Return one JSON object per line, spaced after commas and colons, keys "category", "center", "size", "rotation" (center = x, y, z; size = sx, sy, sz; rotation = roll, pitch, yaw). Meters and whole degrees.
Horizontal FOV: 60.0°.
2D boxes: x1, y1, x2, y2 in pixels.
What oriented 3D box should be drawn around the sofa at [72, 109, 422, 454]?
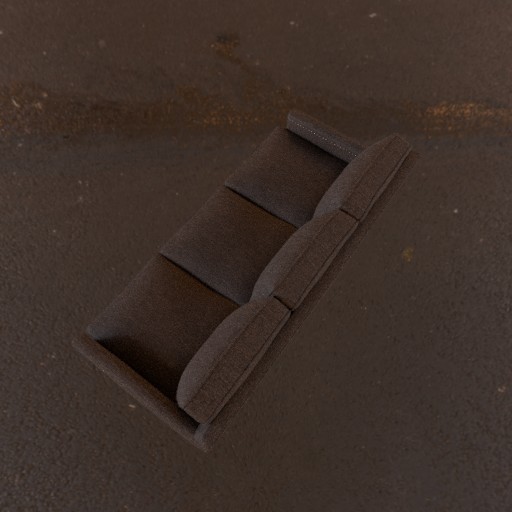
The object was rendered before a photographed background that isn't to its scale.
{"category": "sofa", "center": [0.000, 0.000, 2.873], "size": [1.084, 1.003, 2.246], "rotation": [33, 67, 16]}
